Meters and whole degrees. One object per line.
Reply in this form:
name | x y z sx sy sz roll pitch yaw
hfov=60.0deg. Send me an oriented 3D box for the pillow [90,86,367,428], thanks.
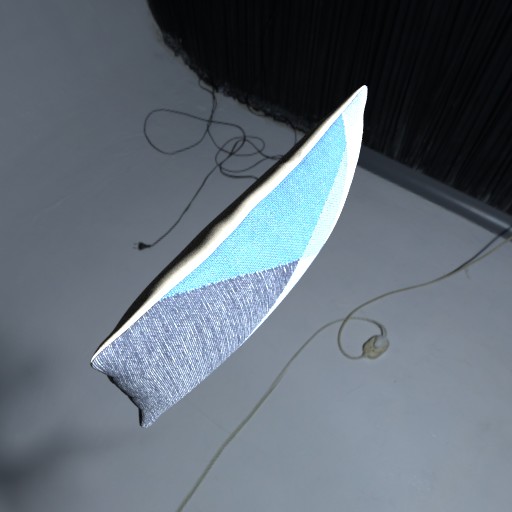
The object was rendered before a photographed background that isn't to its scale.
pillow | 0.000 0.000 0.727 0.148 0.307 0.604 33 63 19
